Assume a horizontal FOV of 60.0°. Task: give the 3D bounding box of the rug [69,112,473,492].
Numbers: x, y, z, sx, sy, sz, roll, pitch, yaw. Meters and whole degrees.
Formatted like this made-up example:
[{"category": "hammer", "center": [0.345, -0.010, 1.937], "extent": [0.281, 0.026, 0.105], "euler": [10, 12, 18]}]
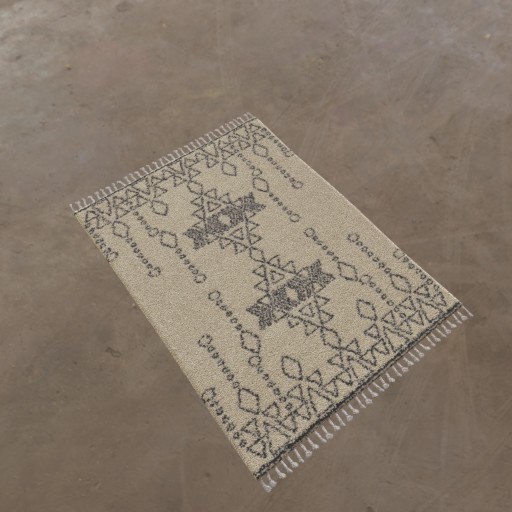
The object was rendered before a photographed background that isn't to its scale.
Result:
[{"category": "rug", "center": [0.000, 0.000, 3.865], "extent": [2.125, 0.028, 3.027], "euler": [-33, 64, -18]}]
